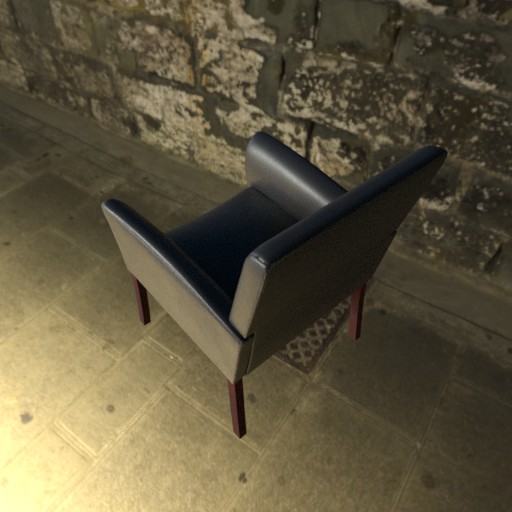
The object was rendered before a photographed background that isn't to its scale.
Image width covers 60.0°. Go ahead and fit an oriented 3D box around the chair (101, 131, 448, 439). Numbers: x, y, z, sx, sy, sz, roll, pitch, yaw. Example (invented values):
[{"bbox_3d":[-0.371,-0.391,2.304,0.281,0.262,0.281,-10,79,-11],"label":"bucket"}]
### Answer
[{"bbox_3d":[0.000,0.000,1.502,0.683,0.951,0.772,-32,53,-27],"label":"chair"}]
